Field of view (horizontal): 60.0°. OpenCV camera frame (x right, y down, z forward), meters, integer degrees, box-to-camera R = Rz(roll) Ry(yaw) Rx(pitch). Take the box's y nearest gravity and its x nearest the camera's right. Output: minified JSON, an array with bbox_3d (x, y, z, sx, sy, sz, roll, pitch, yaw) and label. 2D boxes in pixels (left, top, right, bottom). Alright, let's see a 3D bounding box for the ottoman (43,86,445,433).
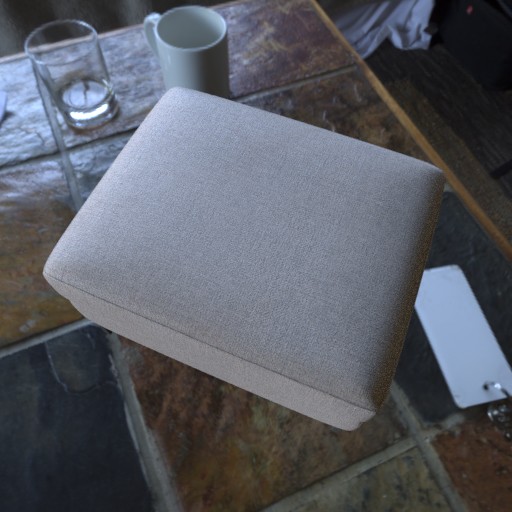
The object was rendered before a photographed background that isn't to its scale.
[{"bbox_3d":[0.000,0.000,1.229,0.820,0.490,0.671,21,65,10],"label":"ottoman"}]
